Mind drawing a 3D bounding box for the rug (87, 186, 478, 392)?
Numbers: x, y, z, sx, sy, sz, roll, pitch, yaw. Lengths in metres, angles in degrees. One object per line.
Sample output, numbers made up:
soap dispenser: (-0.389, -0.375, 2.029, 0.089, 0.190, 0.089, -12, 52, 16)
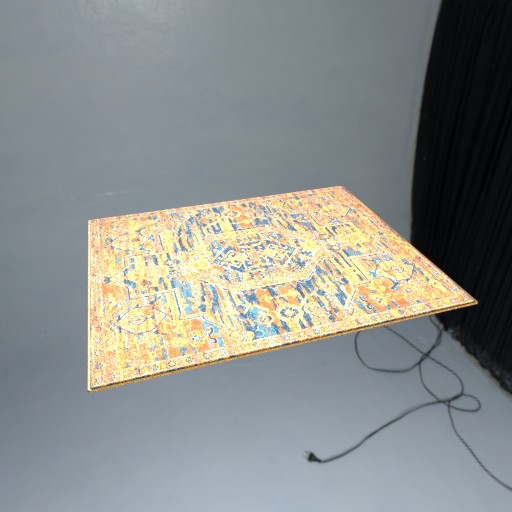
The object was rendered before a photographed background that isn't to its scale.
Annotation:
rug: (0.000, 0.000, 4.209, 3.040, 0.031, 2.435, -10, 34, -15)
